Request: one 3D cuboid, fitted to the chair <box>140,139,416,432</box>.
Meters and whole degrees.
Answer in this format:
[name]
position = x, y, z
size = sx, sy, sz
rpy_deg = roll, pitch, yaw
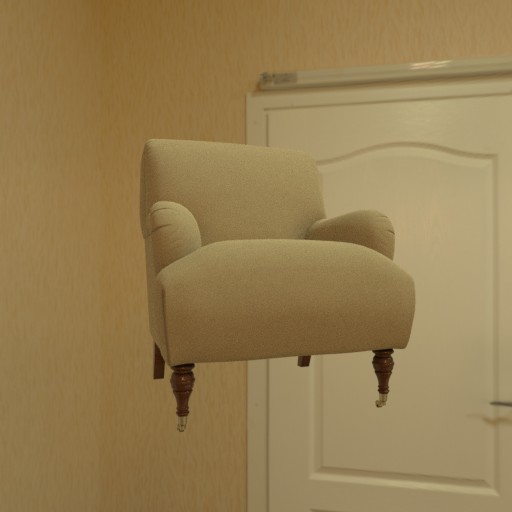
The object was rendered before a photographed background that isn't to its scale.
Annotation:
[chair]
position = 0.000, 0.000, 1.555
size = 0.766, 0.942, 0.842
rpy_deg = 0, -1, -18
